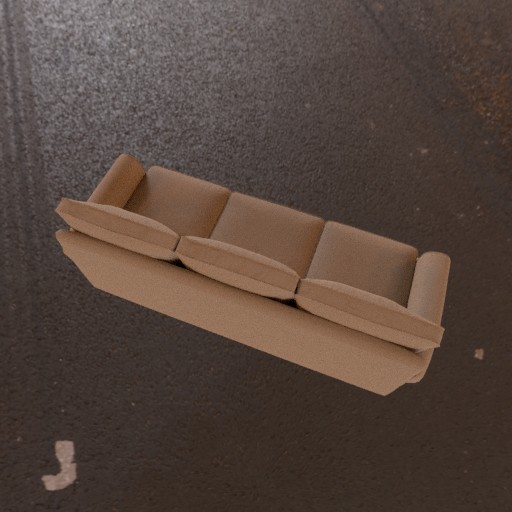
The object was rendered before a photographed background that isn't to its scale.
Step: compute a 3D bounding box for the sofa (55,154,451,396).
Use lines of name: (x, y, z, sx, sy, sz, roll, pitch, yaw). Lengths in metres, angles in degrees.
sofa: (0.000, 0.000, 2.892, 2.354, 0.948, 0.966, 19, 64, 10)
